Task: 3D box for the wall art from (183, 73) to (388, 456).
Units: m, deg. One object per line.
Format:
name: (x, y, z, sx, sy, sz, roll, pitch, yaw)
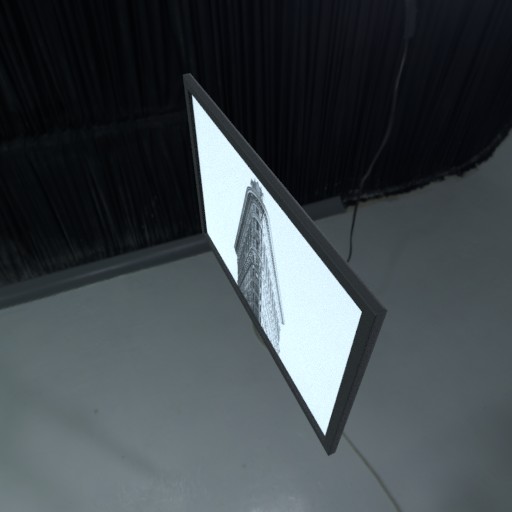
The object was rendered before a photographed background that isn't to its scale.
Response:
wall art: (0.000, 0.000, 1.268, 0.049, 0.659, 0.964, -18, 50, -16)
